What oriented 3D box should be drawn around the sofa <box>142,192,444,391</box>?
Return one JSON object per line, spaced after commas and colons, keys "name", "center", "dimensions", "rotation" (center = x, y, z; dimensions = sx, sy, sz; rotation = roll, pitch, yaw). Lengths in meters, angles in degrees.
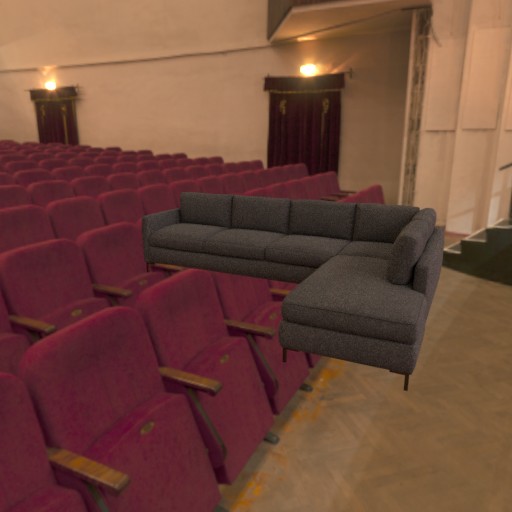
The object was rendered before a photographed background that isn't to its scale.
{"name": "sofa", "center": [0.000, 0.000, 3.884], "dimensions": [2.949, 0.815, 2.007], "rotation": [7, 17, 25]}
